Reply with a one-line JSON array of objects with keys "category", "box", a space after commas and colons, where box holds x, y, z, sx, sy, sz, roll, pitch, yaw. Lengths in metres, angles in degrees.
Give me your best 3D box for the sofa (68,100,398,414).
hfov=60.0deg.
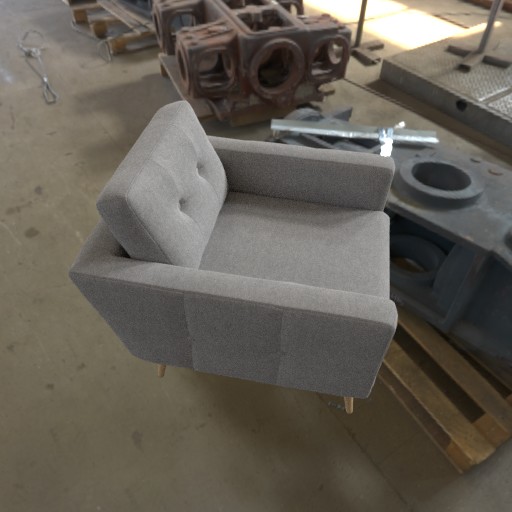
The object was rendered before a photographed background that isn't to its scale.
[{"category": "sofa", "box": [0.000, 0.000, 1.550, 0.920, 0.860, 0.770, 8, 48, 8]}]
